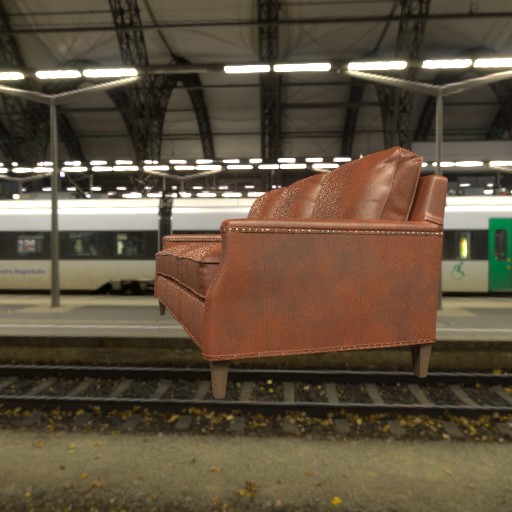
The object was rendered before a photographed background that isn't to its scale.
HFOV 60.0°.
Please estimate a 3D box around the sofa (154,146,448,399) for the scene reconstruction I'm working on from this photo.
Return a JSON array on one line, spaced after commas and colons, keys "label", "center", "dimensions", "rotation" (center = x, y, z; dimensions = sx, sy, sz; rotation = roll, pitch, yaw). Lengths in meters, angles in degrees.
[{"label": "sofa", "center": [0.000, 0.000, 2.777], "dimensions": [1.084, 1.003, 2.240], "rotation": [0, 1, -18]}]
